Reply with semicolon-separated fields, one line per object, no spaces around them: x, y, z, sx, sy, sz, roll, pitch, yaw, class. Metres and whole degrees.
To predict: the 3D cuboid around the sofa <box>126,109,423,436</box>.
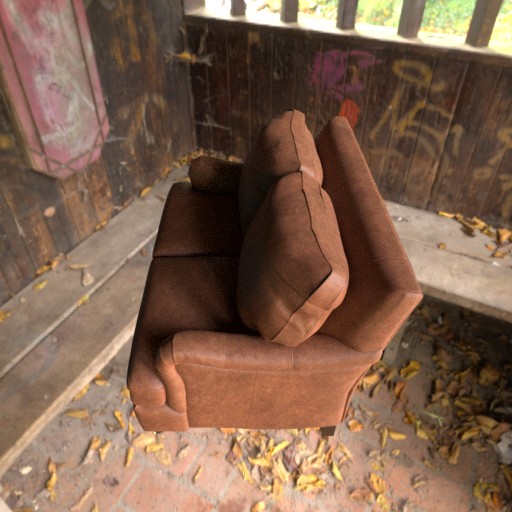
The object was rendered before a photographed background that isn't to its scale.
0.000;0.000;2.239;1.077;1.004;1.527;-1;41;-1;sofa
